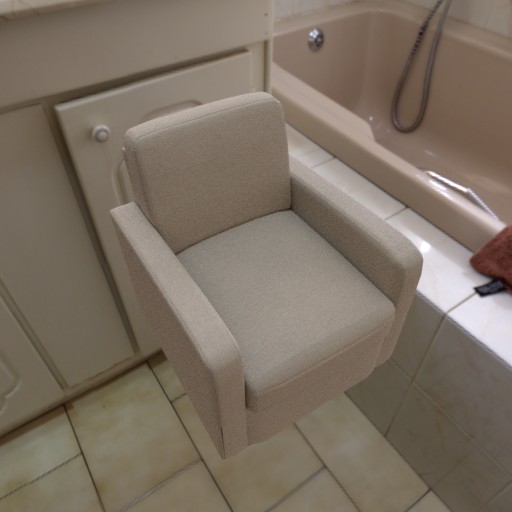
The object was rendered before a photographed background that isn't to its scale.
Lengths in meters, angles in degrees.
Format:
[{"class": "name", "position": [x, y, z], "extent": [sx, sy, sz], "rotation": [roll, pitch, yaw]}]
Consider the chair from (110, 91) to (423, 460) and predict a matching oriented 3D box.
[{"class": "chair", "position": [0.000, 0.000, 1.545], "extent": [0.755, 0.827, 0.888], "rotation": [-24, 50, -22]}]
